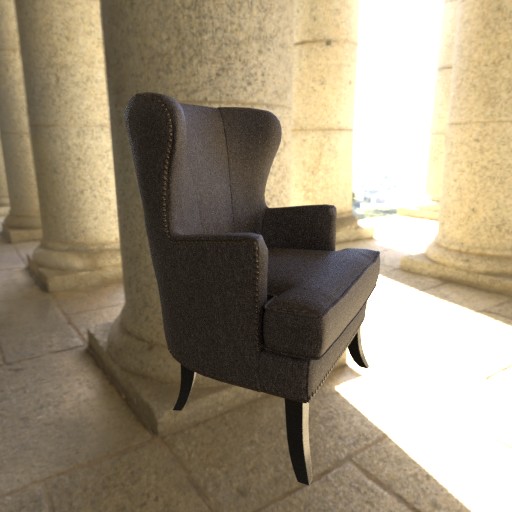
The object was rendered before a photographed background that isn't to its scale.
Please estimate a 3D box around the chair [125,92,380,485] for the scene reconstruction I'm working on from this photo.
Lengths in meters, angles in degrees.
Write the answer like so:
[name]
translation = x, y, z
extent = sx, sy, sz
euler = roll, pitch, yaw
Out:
[chair]
translation = 0.000, 0.000, 1.575
extent = 0.758, 1.060, 0.759
euler = 7, 16, 25
